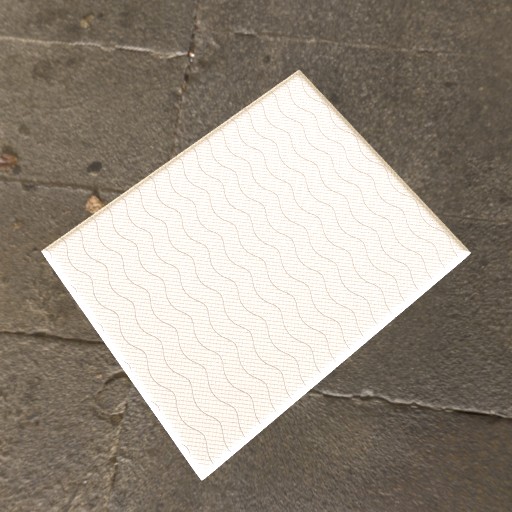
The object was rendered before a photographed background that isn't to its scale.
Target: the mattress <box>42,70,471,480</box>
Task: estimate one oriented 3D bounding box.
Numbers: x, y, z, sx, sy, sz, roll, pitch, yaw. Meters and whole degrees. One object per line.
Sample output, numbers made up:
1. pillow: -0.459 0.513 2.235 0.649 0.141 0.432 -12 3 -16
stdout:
1. mattress: 0.000 0.000 2.735 2.000 0.230 1.600 -38 79 -9
